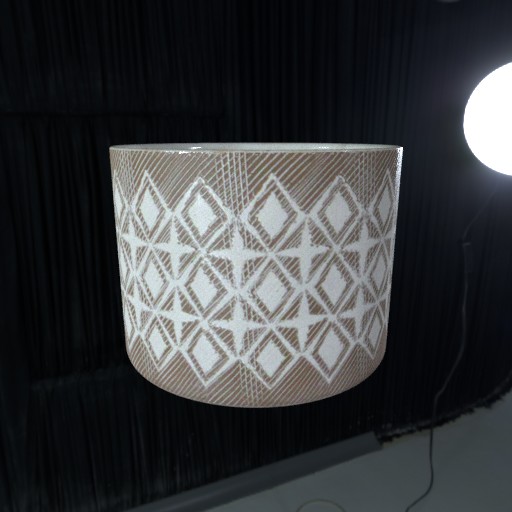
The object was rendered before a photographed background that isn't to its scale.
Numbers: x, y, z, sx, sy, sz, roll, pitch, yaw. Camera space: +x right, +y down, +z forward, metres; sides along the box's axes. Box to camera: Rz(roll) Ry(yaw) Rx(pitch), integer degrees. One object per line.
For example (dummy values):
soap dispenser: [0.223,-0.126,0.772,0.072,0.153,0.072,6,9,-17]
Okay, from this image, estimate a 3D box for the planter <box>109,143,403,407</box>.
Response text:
planter: [0.000,0.000,0.214,0.126,0.104,0.126,0,15,0]
